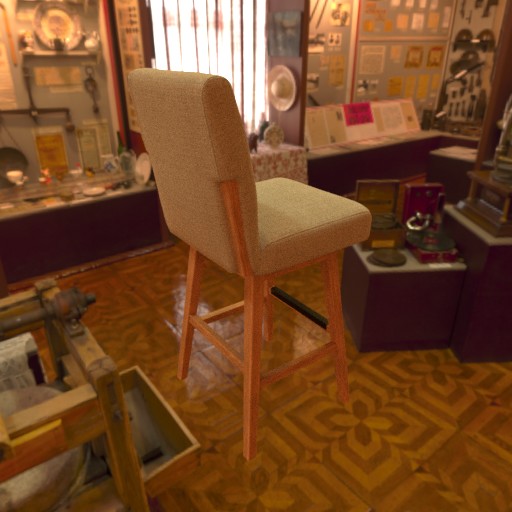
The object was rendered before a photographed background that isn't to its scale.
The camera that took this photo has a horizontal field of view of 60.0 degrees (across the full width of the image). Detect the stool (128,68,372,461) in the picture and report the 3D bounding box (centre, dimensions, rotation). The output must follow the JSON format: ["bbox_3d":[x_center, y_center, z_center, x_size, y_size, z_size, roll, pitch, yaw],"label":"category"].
[{"bbox_3d":[0.000,0.000,1.412,0.569,1.106,0.483,-17,30,-32],"label":"stool"}]
